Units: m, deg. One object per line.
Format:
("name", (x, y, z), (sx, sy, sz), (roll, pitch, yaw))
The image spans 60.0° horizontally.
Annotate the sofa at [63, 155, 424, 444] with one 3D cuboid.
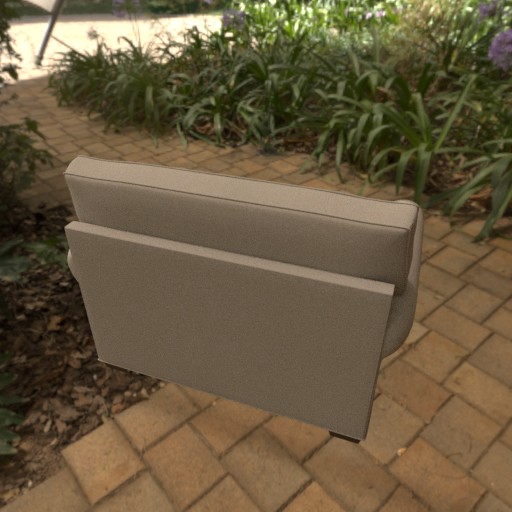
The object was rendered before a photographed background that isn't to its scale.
("sofa", (0.000, 0.000, 2.035), (1.405, 1.006, 0.937), (11, 34, 17))
